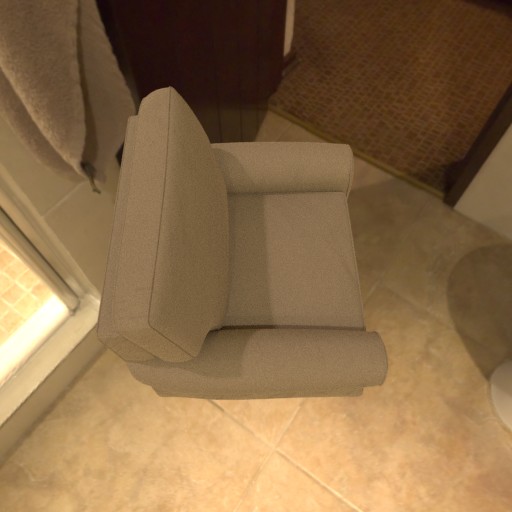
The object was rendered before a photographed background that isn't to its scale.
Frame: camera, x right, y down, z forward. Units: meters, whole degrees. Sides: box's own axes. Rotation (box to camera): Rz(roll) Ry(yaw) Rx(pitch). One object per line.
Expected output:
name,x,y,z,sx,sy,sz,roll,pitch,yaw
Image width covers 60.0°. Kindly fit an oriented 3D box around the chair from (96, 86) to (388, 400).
chair,0.000,0.000,1.861,0.988,1.017,1.135,-1,61,-1
